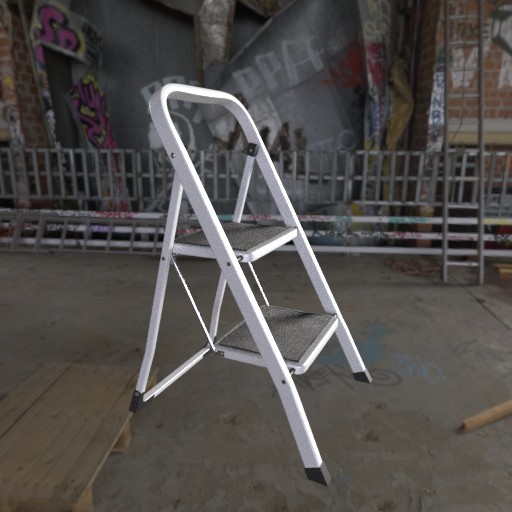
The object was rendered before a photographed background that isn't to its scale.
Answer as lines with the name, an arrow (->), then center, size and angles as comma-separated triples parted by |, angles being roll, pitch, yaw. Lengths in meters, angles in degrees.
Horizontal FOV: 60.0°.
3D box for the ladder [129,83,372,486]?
ladder -> 0.000, 0.000, 1.119 | 0.544, 0.810, 0.460 | 7, 17, 24
